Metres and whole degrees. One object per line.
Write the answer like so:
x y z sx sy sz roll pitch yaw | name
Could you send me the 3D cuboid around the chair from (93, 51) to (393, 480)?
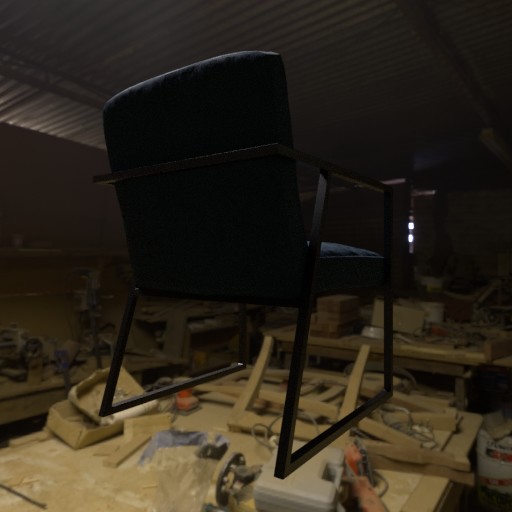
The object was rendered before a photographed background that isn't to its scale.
0.000 0.000 1.240 0.571 0.833 0.677 0 0 36 | chair
